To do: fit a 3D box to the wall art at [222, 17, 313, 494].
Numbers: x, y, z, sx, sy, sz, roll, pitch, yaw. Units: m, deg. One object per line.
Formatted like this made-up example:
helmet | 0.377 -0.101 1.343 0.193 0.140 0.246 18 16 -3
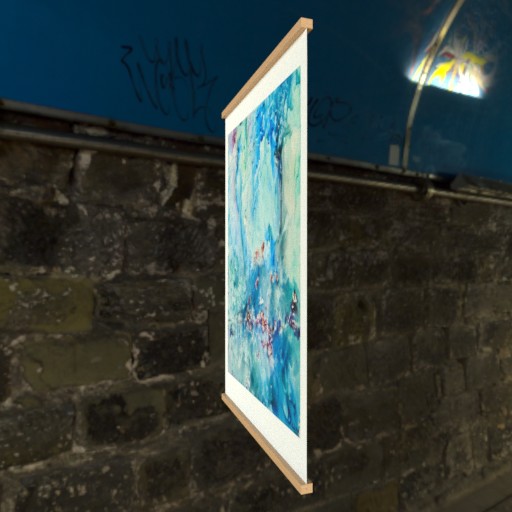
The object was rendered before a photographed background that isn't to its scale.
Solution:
wall art | 0.000 0.000 1.268 0.027 1.020 0.669 0 0 -19
